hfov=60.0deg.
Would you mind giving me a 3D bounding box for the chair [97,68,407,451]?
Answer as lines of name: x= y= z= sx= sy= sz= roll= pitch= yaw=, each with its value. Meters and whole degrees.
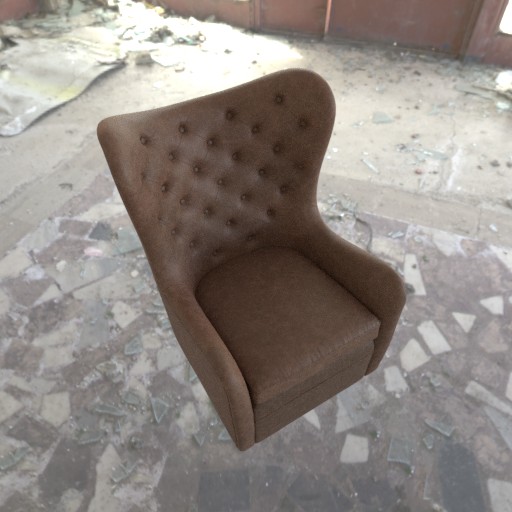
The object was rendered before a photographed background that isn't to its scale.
chair: x=0.000 y=0.000 z=1.715 sx=0.831 sy=1.079 sz=0.930 roll=-24 pitch=51 yaw=-21
